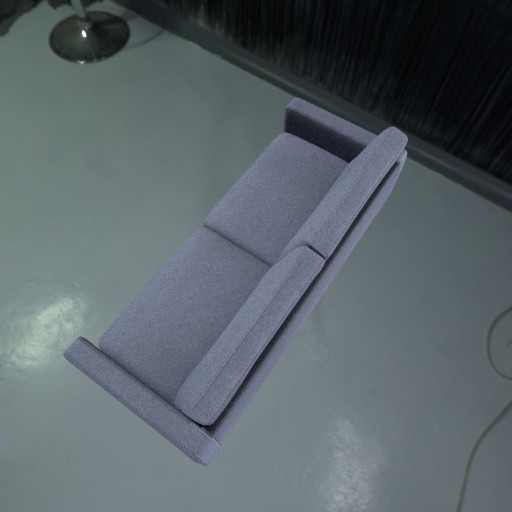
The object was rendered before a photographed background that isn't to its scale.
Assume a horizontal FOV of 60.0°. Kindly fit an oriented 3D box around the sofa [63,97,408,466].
[{"bbox_3d":[0.000,0.000,2.353,0.774,0.828,1.925,31,67,15],"label":"sofa"}]
